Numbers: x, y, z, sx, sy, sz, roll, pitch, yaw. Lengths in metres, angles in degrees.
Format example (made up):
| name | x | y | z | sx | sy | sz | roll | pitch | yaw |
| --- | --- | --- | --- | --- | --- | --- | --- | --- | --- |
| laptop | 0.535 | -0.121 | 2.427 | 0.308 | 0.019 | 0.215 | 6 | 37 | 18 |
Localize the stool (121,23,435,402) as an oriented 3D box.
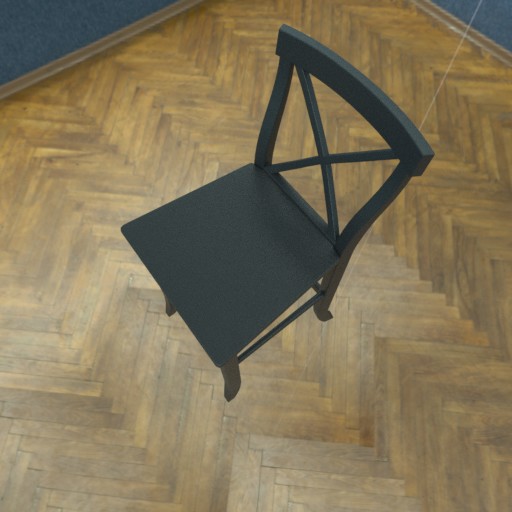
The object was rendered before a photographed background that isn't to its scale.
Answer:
| name | x | y | z | sx | sy | sz | roll | pitch | yaw |
| --- | --- | --- | --- | --- | --- | --- | --- | --- | --- |
| stool | 0.000 | 0.000 | 1.263 | 0.559 | 0.989 | 0.452 | -34 | 69 | -15 |
